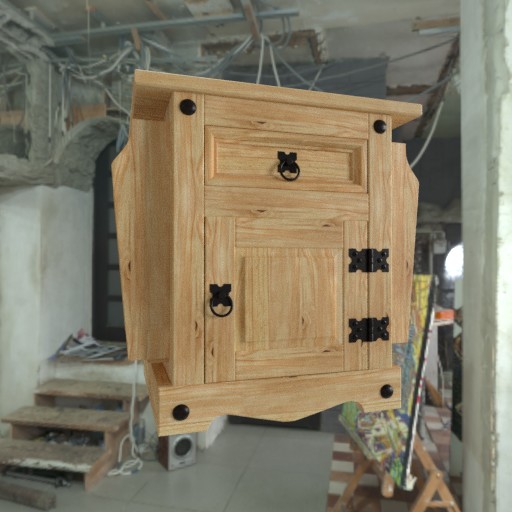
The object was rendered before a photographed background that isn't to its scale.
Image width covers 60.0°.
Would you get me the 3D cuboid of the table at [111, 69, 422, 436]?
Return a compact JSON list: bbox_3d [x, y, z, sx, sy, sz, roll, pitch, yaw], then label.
[{"bbox_3d":[0.000,0.000,0.859,0.530,0.515,0.380,0,0,-17],"label":"table"}]
